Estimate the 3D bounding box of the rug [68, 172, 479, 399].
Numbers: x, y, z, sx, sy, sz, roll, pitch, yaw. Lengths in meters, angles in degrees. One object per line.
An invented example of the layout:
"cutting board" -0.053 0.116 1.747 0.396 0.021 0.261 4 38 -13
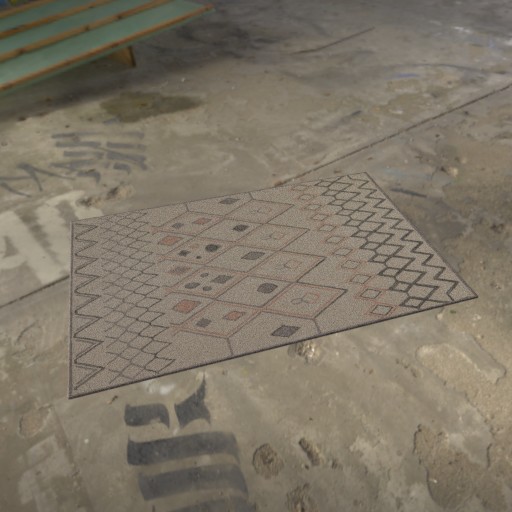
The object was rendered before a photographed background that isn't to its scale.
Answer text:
"rug" 0.000 0.000 3.036 2.438 0.015 1.524 -11 44 -12
